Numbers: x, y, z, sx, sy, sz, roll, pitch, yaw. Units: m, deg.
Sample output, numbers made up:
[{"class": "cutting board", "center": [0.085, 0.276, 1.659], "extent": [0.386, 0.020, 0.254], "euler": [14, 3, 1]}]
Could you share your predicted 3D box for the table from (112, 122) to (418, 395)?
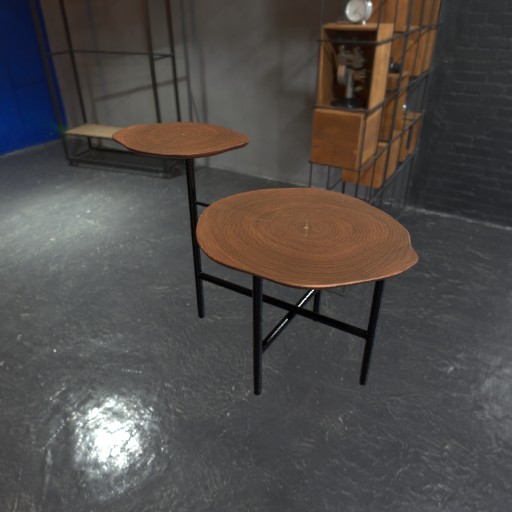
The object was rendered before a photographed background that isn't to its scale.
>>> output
[{"class": "table", "center": [0.000, 0.000, 1.105], "extent": [0.759, 0.538, 0.442], "euler": [18, 35, 27]}]
